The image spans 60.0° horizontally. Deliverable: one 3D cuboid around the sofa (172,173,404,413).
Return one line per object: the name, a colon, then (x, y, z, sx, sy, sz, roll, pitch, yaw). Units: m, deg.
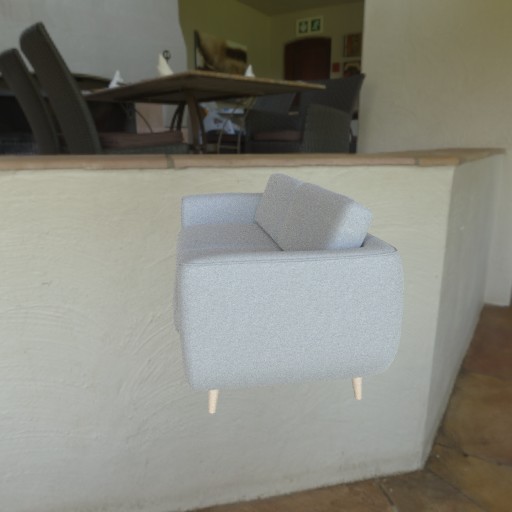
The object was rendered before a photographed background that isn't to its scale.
sofa: (0.000, 0.000, 2.545, 0.920, 0.850, 2.000, -2, 15, -9)
